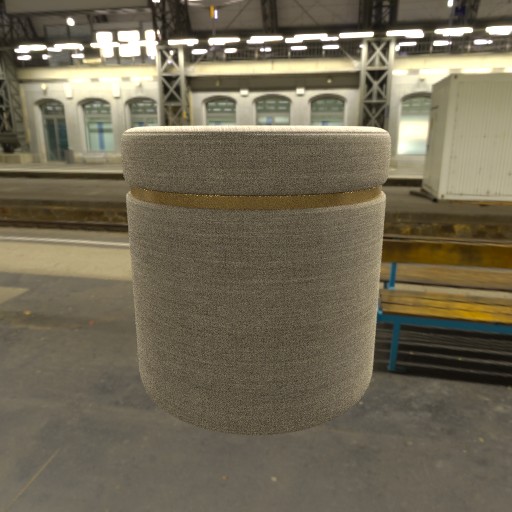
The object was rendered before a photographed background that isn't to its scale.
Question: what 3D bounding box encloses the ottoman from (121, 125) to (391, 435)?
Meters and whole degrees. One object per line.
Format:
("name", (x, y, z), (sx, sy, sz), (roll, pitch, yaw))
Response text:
("ottoman", (0.000, 0.000, 0.729), (0.400, 0.406, 0.400), (0, 15, 0))
